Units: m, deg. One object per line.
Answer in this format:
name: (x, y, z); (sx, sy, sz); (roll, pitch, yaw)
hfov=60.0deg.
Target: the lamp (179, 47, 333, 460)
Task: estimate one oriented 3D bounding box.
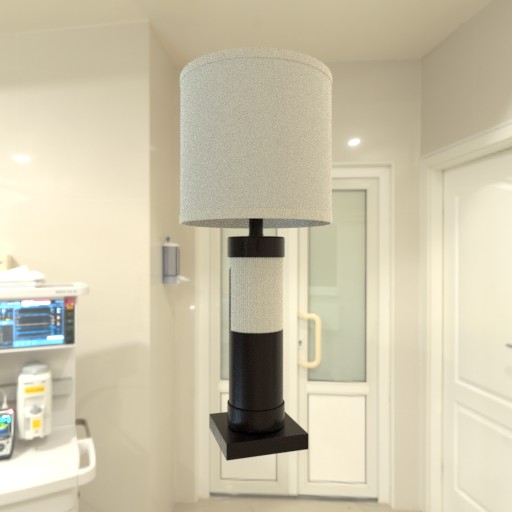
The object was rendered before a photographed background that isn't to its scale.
lamp: (0.000, 0.000, 0.620); (0.211, 0.509, 0.211); (0, 0, -17)
